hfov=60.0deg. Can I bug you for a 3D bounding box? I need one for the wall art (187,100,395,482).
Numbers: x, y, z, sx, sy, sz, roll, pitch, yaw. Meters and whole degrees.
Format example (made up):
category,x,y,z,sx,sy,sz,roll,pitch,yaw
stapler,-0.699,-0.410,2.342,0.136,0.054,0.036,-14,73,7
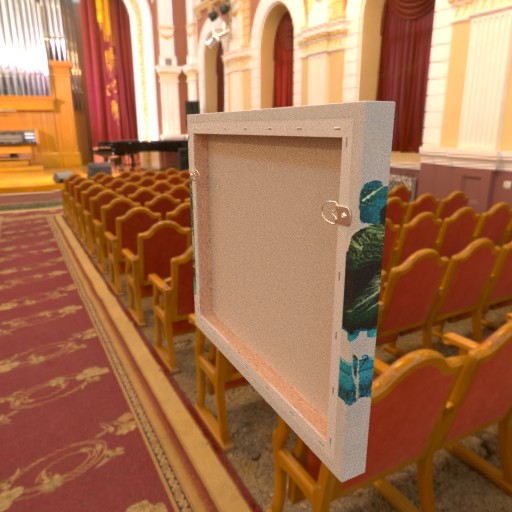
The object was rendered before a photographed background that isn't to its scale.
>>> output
category,x,y,z,sx,sy,sz,roll,pitch,yaw
wall art,0.000,0.000,0.696,0.041,0.435,0.507,-8,18,-26
